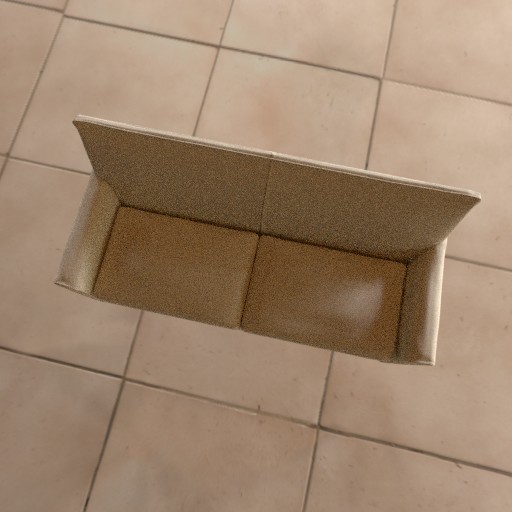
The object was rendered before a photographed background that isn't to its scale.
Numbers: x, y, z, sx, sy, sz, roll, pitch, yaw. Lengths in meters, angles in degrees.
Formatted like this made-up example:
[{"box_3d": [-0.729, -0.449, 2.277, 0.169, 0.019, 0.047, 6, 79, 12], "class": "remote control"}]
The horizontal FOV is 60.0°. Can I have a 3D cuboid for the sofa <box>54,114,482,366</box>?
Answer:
[{"box_3d": [0.000, 0.000, 2.462, 2.001, 0.907, 0.841, 12, 77, 3], "class": "sofa"}]
